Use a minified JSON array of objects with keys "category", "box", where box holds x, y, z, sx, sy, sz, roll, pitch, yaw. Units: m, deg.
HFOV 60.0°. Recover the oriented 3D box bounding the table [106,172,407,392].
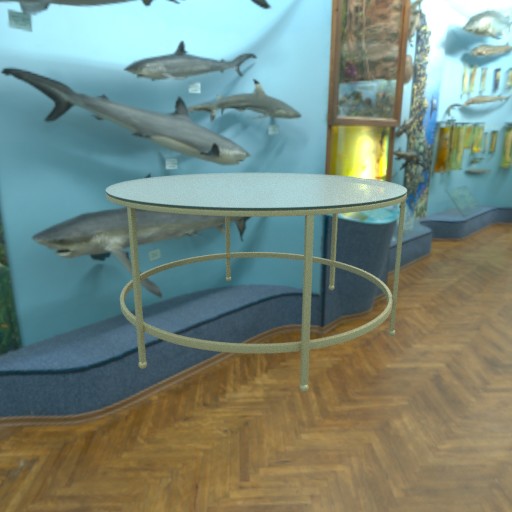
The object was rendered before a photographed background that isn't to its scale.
[{"category":"table","box":[0.000,0.000,1.472,0.914,0.470,0.914,0,15,0]}]
